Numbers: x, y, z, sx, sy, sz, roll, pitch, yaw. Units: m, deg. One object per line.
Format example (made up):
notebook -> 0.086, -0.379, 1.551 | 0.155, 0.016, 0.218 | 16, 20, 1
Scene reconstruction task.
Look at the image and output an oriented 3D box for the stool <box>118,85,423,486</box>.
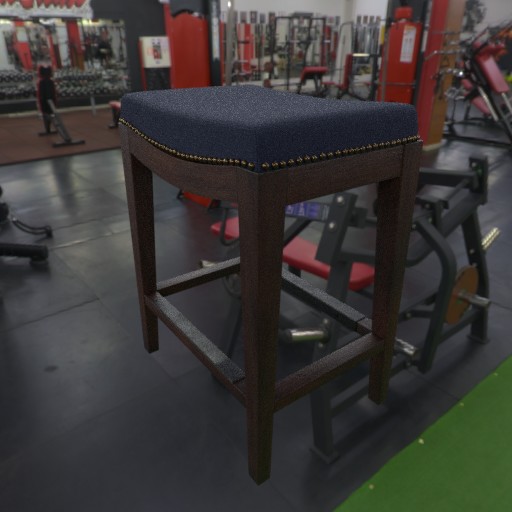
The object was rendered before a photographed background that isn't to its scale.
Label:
stool -> 0.000, 0.000, 0.943 | 0.361, 0.642, 0.500 | -18, 31, -32
